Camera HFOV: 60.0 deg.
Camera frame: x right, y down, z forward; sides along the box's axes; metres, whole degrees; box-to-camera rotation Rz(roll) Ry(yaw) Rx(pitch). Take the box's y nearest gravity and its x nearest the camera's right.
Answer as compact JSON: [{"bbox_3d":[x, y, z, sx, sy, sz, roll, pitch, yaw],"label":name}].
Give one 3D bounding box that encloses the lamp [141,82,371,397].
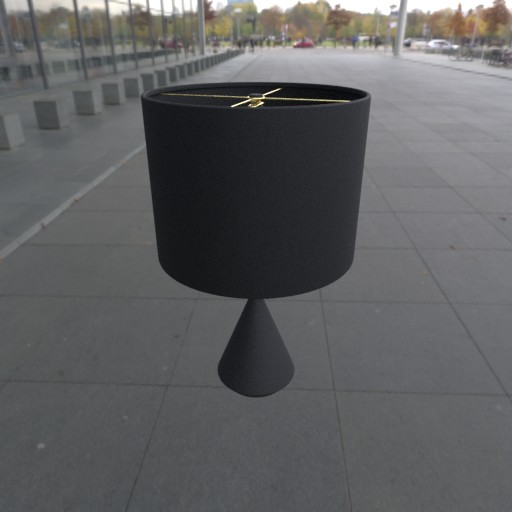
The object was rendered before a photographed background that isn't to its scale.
[{"bbox_3d":[0.000,0.000,0.836,0.359,0.584,0.359,8,27,16],"label":"lamp"}]
